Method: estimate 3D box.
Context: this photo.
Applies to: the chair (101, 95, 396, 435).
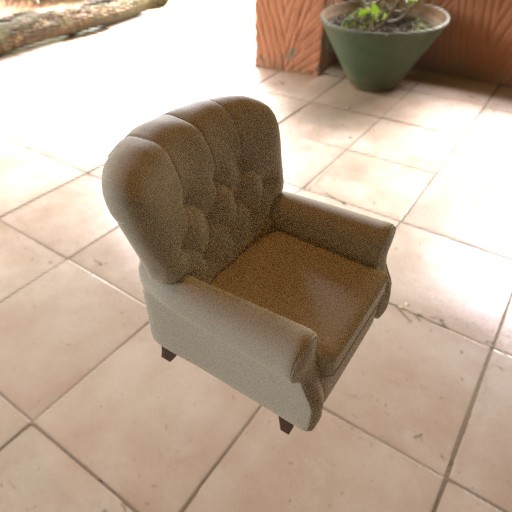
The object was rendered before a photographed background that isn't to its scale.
[{"bbox_3d":[0.000,0.000,2.077,1.132,1.169,1.035,23,45,25],"label":"chair"}]
